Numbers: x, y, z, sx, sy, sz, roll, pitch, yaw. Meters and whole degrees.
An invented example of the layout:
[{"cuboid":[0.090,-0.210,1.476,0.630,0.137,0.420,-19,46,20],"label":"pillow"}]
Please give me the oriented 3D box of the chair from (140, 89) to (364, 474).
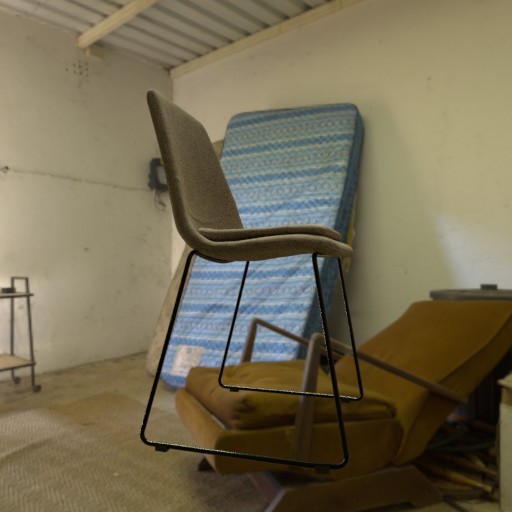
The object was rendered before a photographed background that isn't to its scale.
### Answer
[{"cuboid":[0.000,0.000,1.157,0.518,0.858,0.479,0,-1,17],"label":"chair"}]
